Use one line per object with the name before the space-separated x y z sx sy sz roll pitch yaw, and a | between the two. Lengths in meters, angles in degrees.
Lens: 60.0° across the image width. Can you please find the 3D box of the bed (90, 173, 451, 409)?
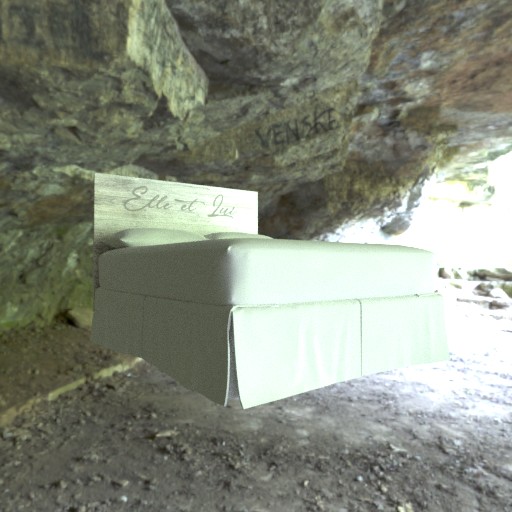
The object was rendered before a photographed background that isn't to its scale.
bed | 0.000 0.000 3.167 1.745 1.335 2.094 1 -1 -36
